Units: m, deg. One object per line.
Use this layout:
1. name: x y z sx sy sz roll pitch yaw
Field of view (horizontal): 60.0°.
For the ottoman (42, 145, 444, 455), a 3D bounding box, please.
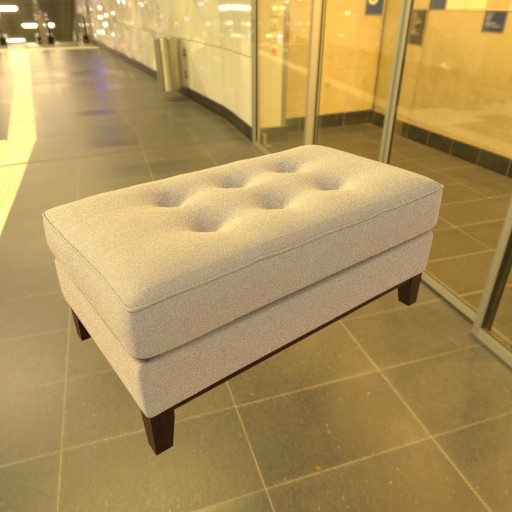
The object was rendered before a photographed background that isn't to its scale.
1. ottoman: 0.000 0.000 1.487 1.143 0.508 0.648 -21 36 -32
